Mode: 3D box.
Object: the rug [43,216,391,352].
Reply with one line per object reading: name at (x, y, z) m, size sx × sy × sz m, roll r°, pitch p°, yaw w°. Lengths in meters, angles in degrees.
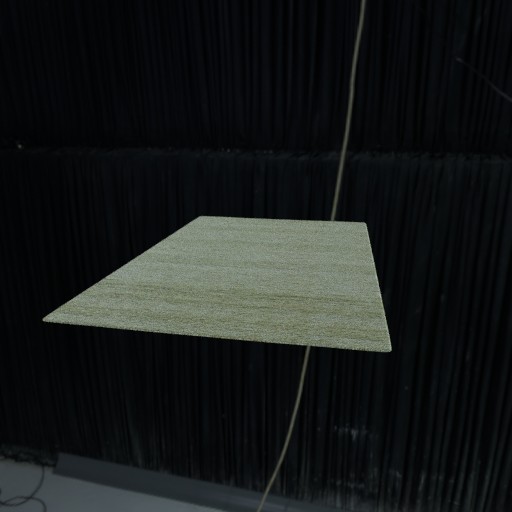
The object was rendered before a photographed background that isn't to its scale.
rug at (0.000, 0.000, 2.213) m, size 1.143 × 0.010 × 1.758 m, roll 3°, pitch 17°, yaw 10°
